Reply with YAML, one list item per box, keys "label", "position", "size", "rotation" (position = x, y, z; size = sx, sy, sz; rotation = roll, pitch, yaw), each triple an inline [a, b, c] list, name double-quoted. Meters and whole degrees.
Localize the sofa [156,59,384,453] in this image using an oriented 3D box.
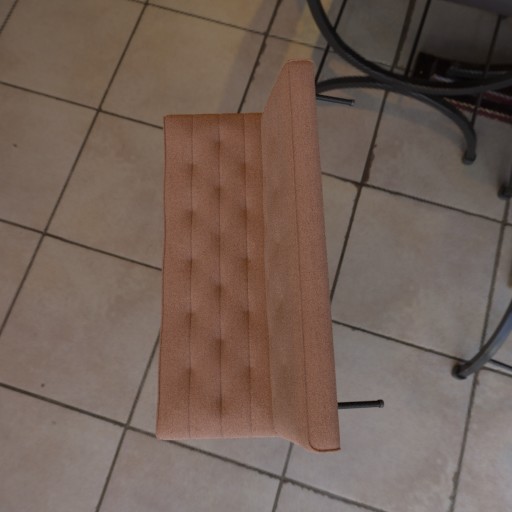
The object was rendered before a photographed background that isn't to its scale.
- label: "sofa"
  position: [0.000, 0.000, 2.321]
  size: [1.038, 0.810, 1.820]
  rotation: [-2, 75, 0]
